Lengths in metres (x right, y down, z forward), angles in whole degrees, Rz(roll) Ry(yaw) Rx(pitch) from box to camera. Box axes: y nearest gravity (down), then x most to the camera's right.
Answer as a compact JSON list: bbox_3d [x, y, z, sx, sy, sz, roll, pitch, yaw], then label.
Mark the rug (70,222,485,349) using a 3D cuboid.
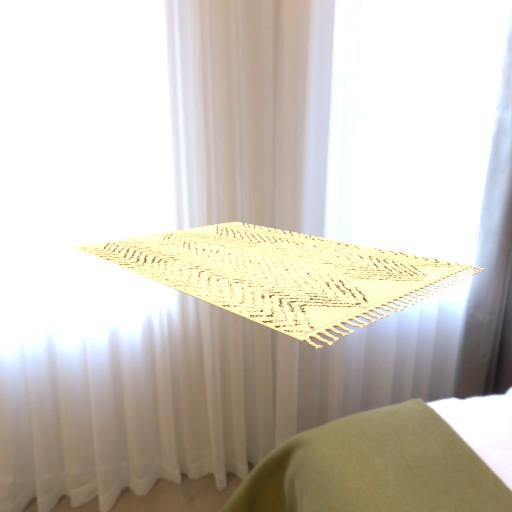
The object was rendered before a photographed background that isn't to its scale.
[{"bbox_3d":[0.000,0.000,2.301,1.230,0.014,1.847,-13,19,-42],"label":"rug"}]
